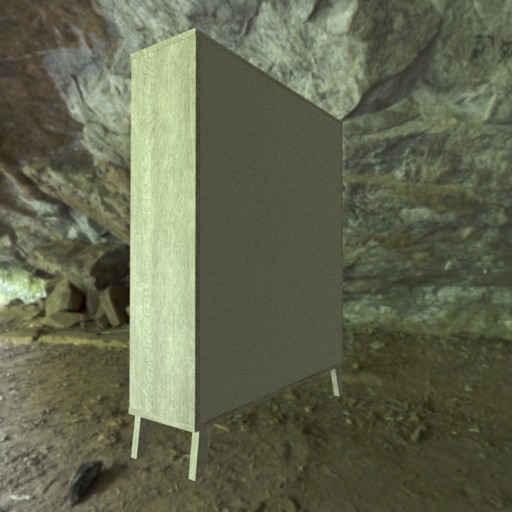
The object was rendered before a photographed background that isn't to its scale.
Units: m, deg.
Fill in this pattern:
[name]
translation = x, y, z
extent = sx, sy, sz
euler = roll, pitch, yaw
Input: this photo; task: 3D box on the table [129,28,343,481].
[table]
translation = 0.000, 0.000, 1.551
extent = 0.256, 1.135, 0.902
euler = -1, -1, 35
